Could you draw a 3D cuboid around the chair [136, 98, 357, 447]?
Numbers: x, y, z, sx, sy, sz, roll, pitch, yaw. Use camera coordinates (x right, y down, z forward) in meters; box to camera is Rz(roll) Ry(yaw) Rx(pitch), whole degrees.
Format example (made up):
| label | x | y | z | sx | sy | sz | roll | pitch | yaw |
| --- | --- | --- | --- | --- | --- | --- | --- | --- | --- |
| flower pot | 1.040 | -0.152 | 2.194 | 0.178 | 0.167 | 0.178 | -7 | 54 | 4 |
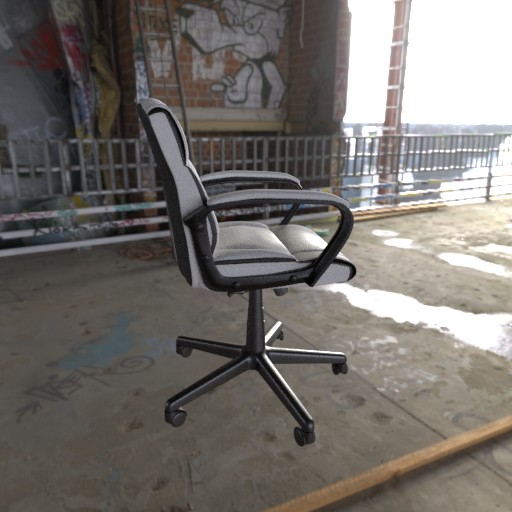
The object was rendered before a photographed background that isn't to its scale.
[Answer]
| label | x | y | z | sx | sy | sz | roll | pitch | yaw |
| --- | --- | --- | --- | --- | --- | --- | --- | --- | --- |
| chair | 0.000 | 0.000 | 1.507 | 0.717 | 1.004 | 0.739 | -3 | 17 | -9 |
